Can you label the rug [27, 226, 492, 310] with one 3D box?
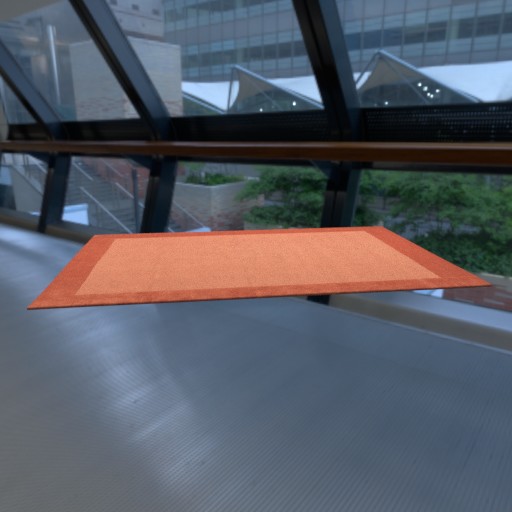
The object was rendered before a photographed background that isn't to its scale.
[{"bbox_3d":[0.000,0.000,3.019,2.438,0.014,1.524,-2,16,-7],"label":"rug"}]
